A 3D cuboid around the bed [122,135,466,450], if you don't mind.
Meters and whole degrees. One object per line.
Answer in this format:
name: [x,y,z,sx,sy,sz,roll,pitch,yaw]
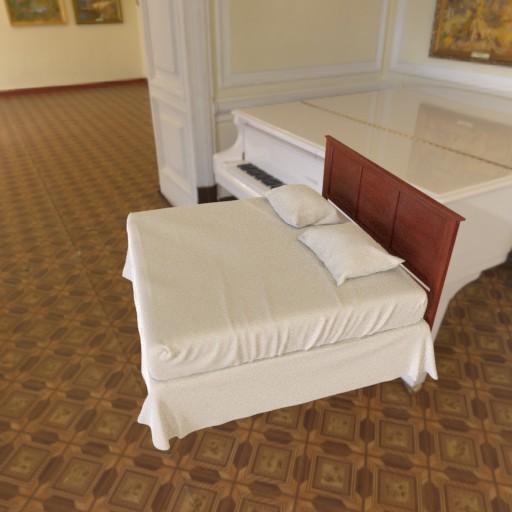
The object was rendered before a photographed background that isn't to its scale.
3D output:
bed: [0.000,0.000,3.664,2.219,1.271,2.314,-9,32,-15]
